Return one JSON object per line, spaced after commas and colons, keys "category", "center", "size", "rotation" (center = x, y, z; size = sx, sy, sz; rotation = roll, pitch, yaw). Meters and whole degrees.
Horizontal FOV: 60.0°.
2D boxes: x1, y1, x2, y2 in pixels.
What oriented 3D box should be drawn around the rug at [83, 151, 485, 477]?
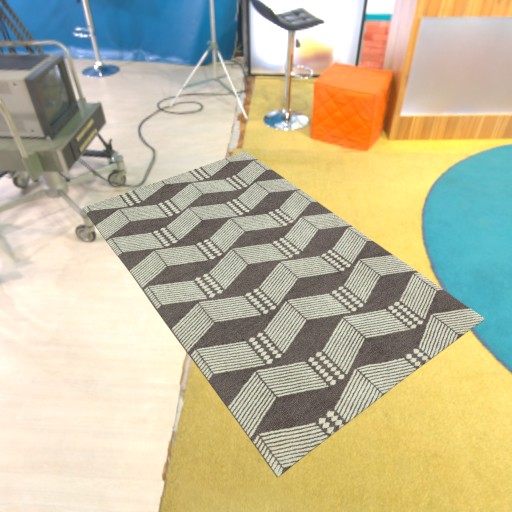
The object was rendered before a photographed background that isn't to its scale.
{"category": "rug", "center": [0.000, 0.000, 2.972], "size": [1.517, 0.011, 2.435], "rotation": [-26, 48, -26]}
